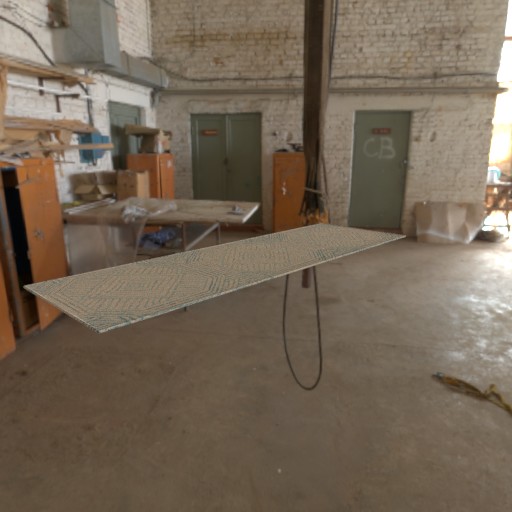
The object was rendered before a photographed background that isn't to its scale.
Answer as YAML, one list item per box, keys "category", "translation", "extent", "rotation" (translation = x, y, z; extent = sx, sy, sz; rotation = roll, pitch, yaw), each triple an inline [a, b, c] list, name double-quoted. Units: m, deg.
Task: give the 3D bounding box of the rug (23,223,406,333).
- category: "rug"
  translation: [0.000, 0.000, 2.743]
  extent: [0.775, 0.012, 2.452]
  rotation: [14, 20, 43]
